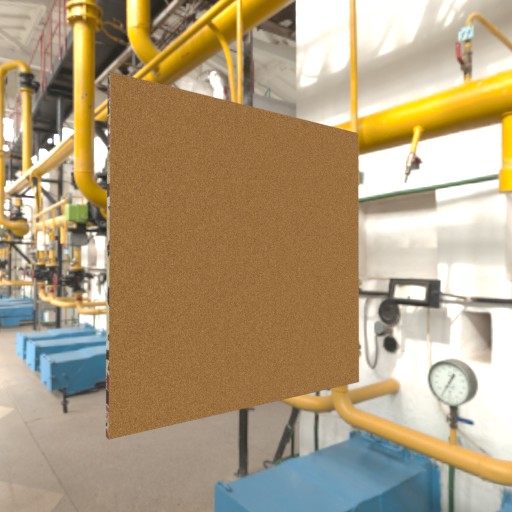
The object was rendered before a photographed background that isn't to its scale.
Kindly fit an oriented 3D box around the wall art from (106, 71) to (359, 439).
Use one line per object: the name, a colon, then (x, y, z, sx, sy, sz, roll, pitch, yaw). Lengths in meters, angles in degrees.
wall art: (0.000, 0.000, 0.610, 0.404, 0.406, 0.010, 1, -1, -35)
